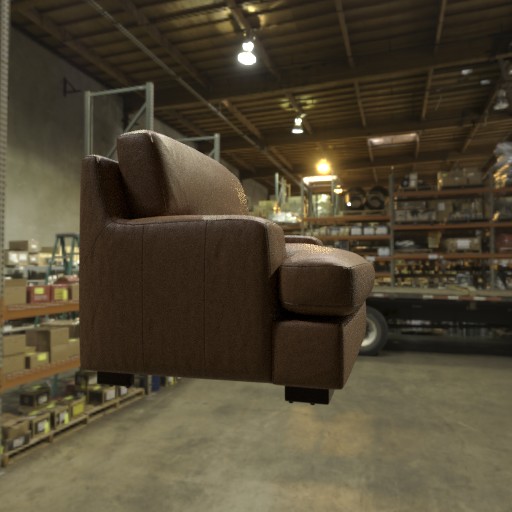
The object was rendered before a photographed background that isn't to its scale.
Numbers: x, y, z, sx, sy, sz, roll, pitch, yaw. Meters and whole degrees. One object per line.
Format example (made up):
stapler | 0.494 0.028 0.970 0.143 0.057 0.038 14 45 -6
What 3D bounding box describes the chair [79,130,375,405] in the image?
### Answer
chair | 0.000 0.000 2.061 1.050 0.978 1.276 0 -1 17
